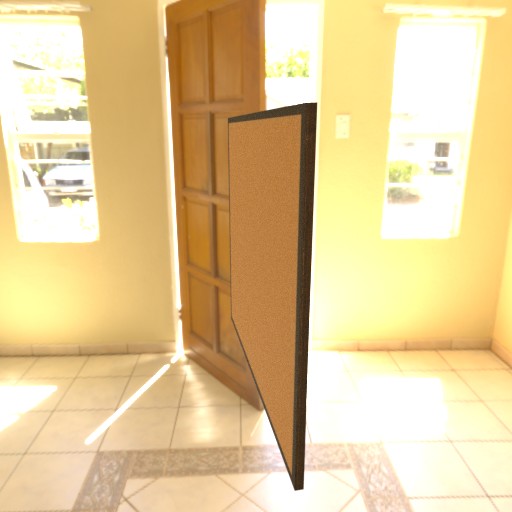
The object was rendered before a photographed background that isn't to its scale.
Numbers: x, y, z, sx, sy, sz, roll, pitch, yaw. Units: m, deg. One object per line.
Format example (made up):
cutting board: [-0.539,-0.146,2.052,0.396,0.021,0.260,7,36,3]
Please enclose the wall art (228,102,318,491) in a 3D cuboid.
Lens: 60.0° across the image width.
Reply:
wall art: [0.000,0.000,1.425,0.023,0.875,1.033,-3,16,-11]
